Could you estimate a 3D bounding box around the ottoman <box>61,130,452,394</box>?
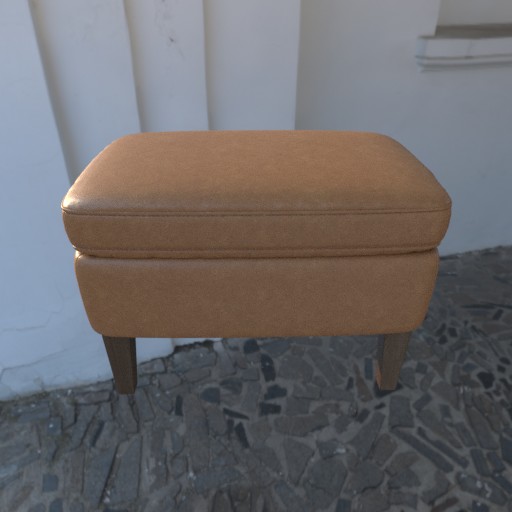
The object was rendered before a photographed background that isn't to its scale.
[{"bbox_3d":[0.000,0.000,0.981,0.670,0.480,0.420,-1,31,-1],"label":"ottoman"}]
